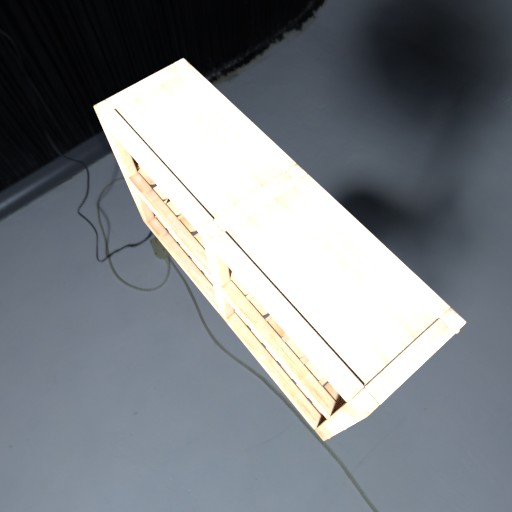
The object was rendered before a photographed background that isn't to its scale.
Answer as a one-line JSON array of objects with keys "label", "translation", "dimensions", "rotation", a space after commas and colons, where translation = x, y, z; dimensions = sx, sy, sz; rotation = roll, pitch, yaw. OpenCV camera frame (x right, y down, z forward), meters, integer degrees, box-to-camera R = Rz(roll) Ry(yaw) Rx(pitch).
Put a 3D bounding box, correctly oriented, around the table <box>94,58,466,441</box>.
[{"label": "table", "translation": [0.000, 0.000, 1.690], "dimensions": [0.381, 0.762, 1.320], "rotation": [-36, 69, -17]}]
